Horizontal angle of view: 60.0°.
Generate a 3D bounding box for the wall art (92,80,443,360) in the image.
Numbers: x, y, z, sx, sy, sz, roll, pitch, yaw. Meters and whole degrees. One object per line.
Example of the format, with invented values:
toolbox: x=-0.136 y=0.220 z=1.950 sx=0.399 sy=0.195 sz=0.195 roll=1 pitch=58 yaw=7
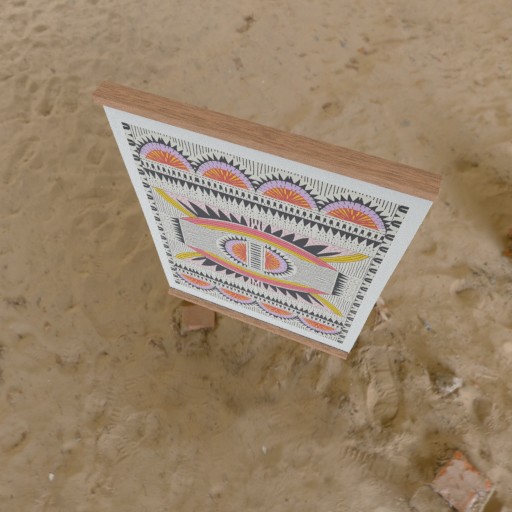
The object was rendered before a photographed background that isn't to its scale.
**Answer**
wall art: x=0.000 y=0.000 z=0.710 sx=0.403 sy=0.527 sz=0.028 roll=19 pitch=61 yaw=11
